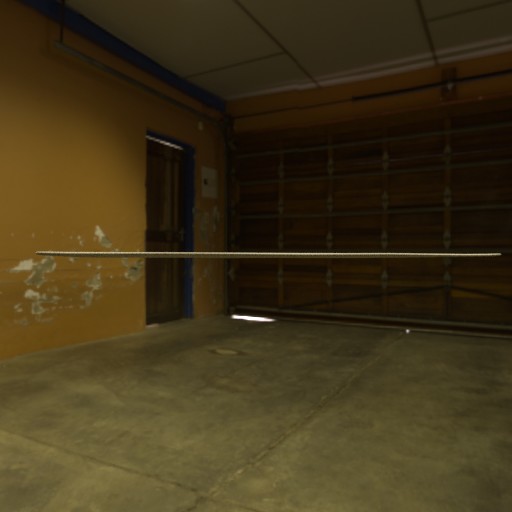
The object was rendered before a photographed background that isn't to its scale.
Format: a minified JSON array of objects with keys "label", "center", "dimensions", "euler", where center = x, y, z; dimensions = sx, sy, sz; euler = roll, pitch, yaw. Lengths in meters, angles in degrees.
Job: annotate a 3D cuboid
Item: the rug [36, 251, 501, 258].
[{"label":"rug","center":[0.000,0.000,4.221],"dimensions":[3.381,0.026,2.436],"euler":[0,-1,-16]}]
